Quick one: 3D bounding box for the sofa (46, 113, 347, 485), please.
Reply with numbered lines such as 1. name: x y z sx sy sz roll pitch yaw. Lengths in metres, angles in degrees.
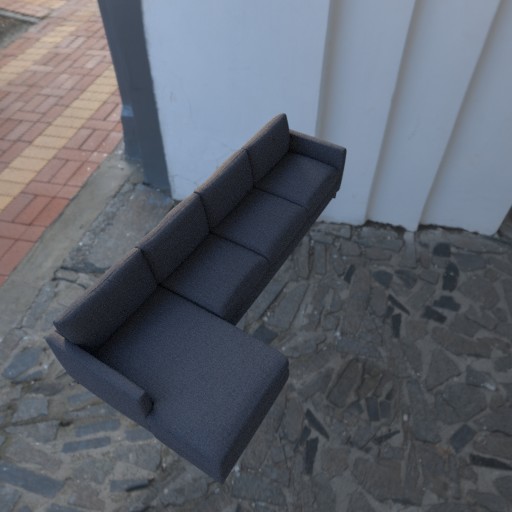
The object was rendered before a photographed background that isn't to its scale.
1. sofa: 0.000 0.000 2.908 1.125 0.673 2.445 25 53 20
